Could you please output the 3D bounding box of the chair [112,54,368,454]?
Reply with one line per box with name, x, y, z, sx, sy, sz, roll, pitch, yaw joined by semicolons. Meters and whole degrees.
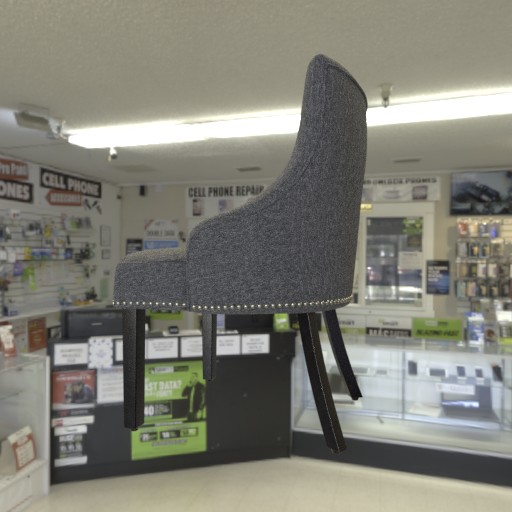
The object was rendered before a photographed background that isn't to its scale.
chair;0.000;0.000;1.295;0.629;0.909;0.566;0;0;19
